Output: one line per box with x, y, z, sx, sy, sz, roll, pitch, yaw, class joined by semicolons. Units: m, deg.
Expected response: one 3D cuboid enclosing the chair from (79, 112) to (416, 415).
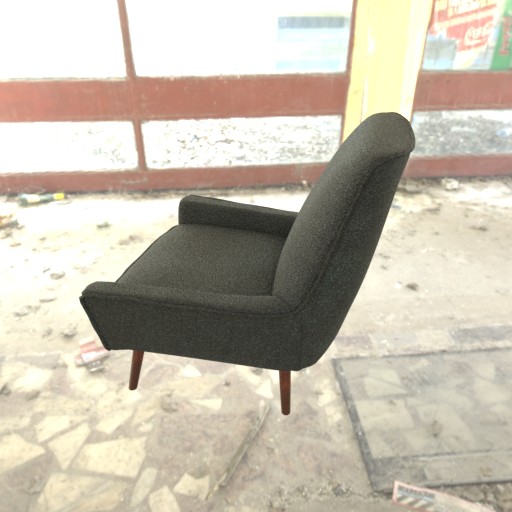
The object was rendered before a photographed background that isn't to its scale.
0.000;0.000;1.457;0.859;0.883;0.763;8;30;13;chair
